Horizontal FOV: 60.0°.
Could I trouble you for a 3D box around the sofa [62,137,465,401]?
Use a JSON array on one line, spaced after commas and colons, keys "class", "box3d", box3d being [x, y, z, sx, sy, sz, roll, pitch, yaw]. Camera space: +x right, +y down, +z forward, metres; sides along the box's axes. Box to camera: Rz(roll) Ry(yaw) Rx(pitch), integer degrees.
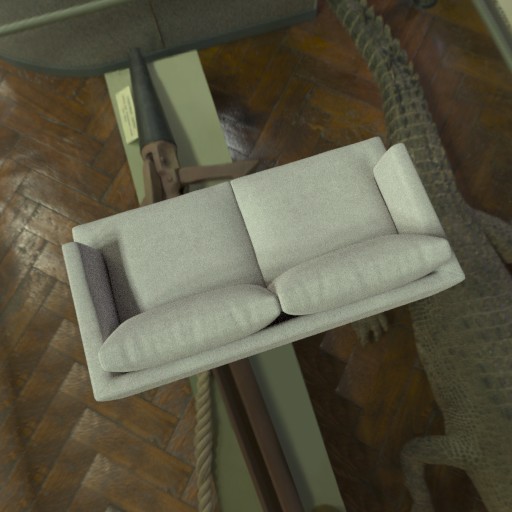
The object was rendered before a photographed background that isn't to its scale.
[{"class": "sofa", "box3d": [0.000, 0.000, 2.513, 1.948, 0.868, 1.020, -17, 75, -5]}]
